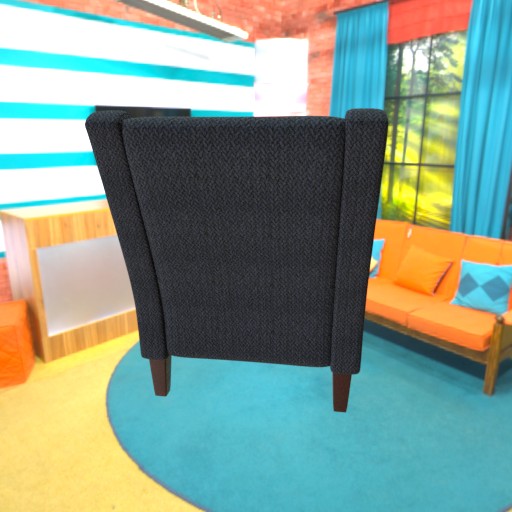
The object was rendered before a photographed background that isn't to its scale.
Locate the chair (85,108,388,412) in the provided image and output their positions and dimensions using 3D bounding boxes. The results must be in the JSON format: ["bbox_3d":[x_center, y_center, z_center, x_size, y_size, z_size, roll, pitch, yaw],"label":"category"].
[{"bbox_3d":[0.000,0.000,1.680,0.793,1.012,0.944,2,15,8],"label":"chair"}]
